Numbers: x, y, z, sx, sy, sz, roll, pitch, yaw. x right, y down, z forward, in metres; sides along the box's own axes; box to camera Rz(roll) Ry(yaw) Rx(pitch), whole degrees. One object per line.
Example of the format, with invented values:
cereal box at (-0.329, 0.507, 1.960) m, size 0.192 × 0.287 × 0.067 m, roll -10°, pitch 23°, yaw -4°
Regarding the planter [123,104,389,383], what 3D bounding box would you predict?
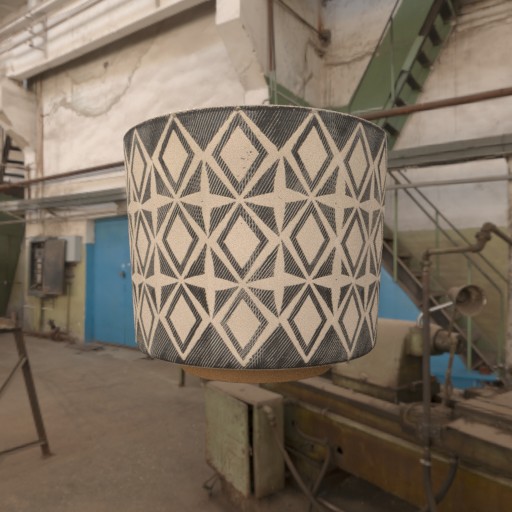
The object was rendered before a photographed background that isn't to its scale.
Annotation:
planter at (0.000, 0.000, 0.452) m, size 0.260 × 0.220 × 0.260 m, roll 0°, pitch -1°, yaw 0°
